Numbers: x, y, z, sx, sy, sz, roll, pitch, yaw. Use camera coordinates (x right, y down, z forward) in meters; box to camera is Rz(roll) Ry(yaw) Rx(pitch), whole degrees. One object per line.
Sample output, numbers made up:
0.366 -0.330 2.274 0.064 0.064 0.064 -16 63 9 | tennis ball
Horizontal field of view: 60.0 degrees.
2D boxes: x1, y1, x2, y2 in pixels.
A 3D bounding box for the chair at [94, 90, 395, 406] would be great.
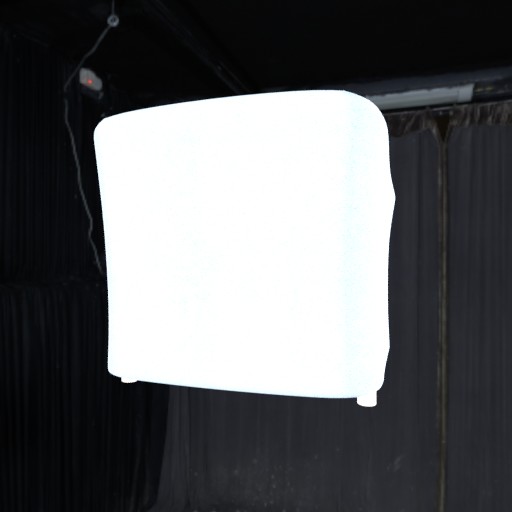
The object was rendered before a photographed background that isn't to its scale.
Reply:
0.000 0.000 1.329 0.790 0.720 0.700 0 -1 18 | chair
